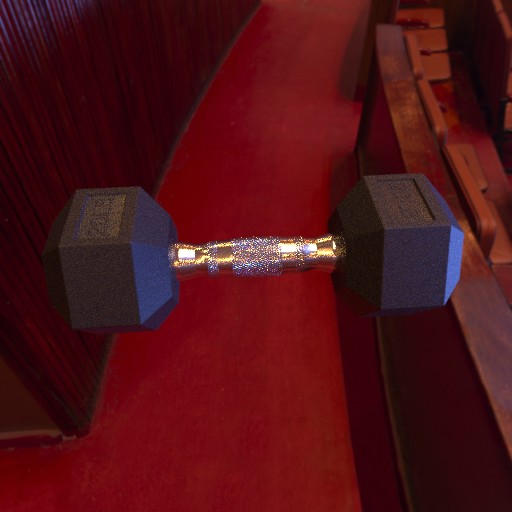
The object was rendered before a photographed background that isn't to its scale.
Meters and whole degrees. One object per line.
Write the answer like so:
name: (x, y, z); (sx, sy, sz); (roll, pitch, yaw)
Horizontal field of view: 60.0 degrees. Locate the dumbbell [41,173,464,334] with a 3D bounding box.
dumbbell: (0.000, 0.000, 0.315); (0.272, 0.092, 0.106); (-3, 47, -3)
